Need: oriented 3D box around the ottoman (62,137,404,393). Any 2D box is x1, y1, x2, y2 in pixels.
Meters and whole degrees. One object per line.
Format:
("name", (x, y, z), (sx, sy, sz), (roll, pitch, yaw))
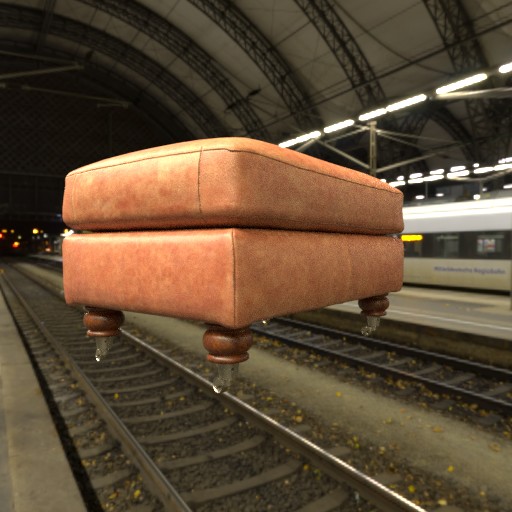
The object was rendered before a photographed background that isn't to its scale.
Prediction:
("ottoman", (0.000, 0.000, 1.210), (0.565, 0.507, 0.852), (1, 1, 37))
